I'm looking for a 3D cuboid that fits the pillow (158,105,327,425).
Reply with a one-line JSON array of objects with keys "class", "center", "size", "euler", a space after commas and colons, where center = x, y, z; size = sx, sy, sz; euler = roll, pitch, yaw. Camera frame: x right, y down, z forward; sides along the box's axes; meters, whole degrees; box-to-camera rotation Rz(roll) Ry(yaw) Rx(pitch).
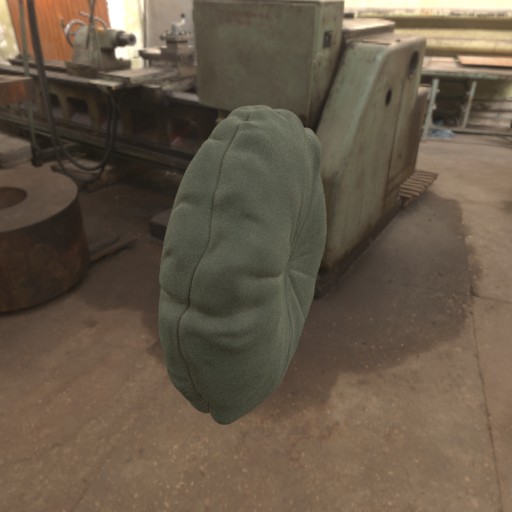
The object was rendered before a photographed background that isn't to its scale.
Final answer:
[{"class": "pillow", "center": [0.000, 0.000, 0.634], "size": [0.148, 0.407, 0.428], "euler": [11, 32, 18]}]
